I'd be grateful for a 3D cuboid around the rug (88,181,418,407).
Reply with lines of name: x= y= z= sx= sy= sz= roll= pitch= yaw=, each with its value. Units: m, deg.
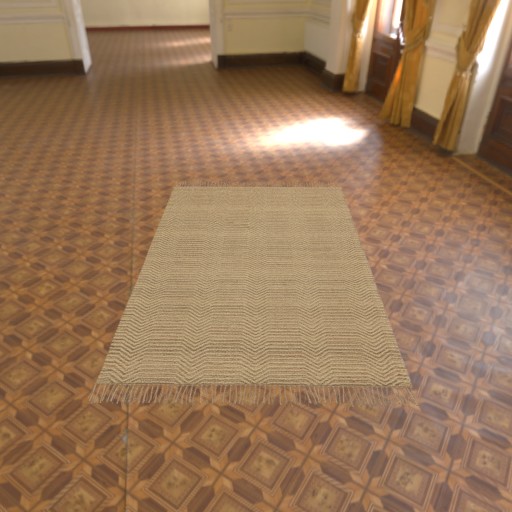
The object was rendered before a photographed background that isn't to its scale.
rug: x=0.000 y=0.000 z=2.468 sx=1.224 sy=0.027 sz=2.021 roll=0 pitch=33 yaw=1
